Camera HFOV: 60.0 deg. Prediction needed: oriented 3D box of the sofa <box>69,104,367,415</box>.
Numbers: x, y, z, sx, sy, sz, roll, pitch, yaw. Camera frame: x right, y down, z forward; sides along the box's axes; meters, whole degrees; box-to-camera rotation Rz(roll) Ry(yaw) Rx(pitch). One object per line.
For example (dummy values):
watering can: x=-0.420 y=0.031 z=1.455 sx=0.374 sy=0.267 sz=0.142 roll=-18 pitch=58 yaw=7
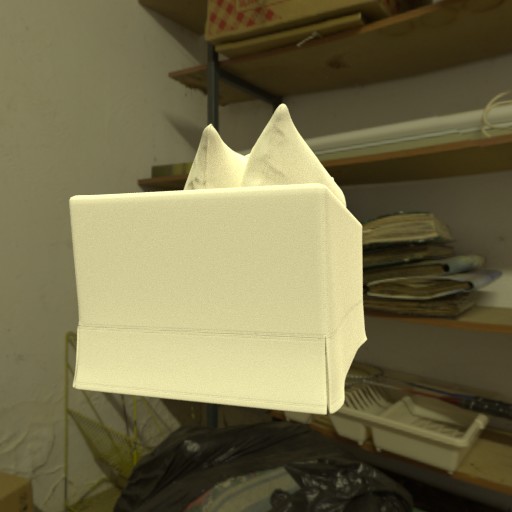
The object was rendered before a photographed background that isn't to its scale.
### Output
sofa: x=0.000 y=0.000 z=2.274 sx=1.026 sy=1.039 sz=1.608 roll=0 pitch=-1 yaw=17
